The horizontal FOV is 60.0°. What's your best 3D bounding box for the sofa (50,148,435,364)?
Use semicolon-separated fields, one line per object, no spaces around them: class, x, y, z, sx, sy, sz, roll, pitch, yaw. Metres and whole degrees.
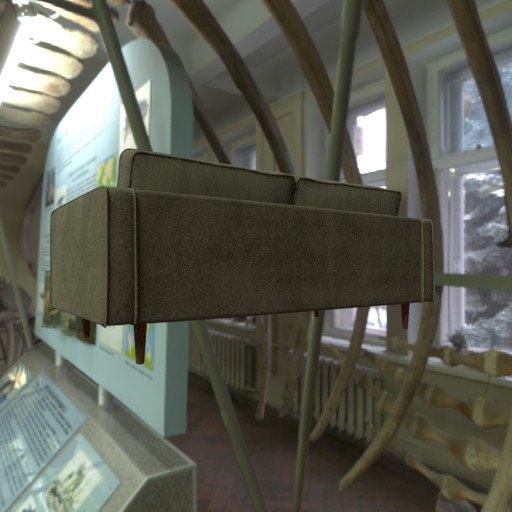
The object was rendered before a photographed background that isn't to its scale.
sofa;0.000;0.000;2.387;1.920;0.825;0.924;1;-2;-35
